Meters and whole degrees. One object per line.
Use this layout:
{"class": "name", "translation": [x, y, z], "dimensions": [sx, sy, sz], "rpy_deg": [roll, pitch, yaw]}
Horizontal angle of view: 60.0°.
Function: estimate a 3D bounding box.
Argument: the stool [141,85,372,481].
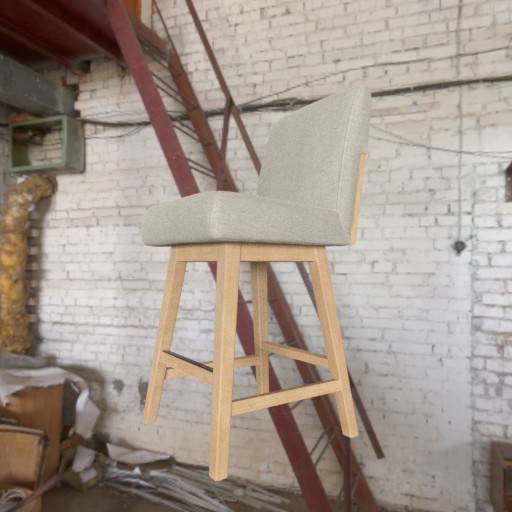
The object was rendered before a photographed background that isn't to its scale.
{"class": "stool", "translation": [0.000, 0.000, 1.413], "dimensions": [0.606, 1.085, 0.507], "rpy_deg": [1, -1, -35]}
